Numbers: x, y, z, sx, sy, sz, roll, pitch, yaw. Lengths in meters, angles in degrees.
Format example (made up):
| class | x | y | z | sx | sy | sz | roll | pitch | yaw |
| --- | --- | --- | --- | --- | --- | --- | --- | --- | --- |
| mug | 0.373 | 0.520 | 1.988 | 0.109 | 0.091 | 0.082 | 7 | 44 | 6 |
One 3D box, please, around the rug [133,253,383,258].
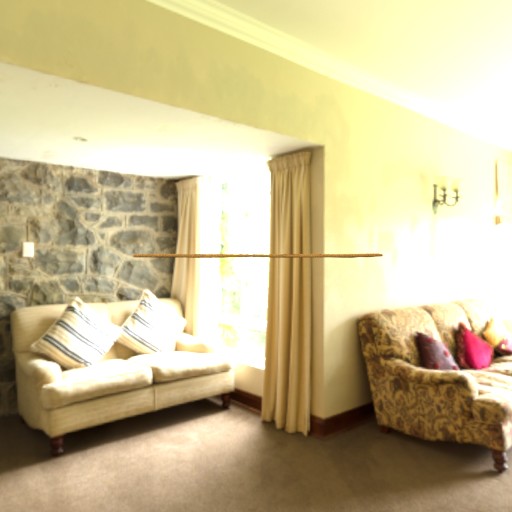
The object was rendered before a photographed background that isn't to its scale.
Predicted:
| class | x | y | z | sx | sy | sz | roll | pitch | yaw |
| --- | --- | --- | --- | --- | --- | --- | --- | --- | --- |
| rug | 0.000 | 0.000 | 2.683 | 0.857 | 0.018 | 2.383 | 0 | 0 | 0 |
